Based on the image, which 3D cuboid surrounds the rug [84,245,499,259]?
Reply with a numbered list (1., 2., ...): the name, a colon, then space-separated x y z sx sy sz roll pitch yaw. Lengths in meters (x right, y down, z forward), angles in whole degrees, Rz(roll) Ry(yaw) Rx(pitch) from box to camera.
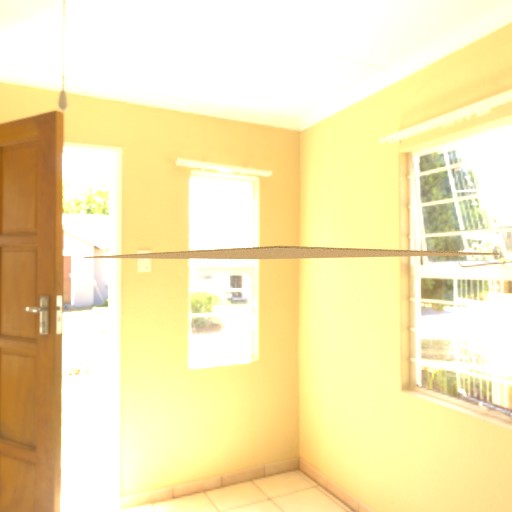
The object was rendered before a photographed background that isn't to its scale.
1. rug: 0.000 0.000 2.152 1.142 0.006 1.752 1 -2 -36
